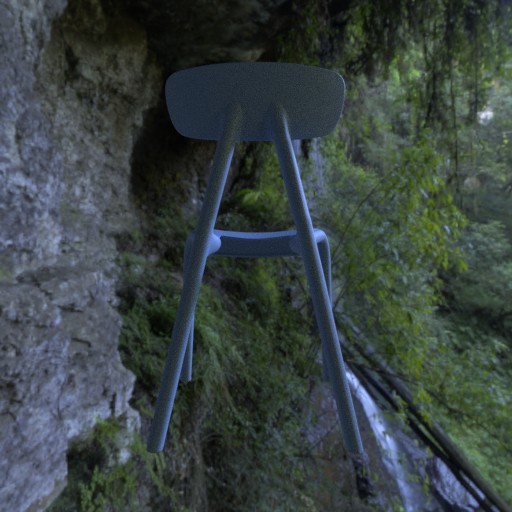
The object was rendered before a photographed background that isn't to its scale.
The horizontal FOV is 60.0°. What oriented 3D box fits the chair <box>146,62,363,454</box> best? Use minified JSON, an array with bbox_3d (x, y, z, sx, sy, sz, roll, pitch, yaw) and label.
[{"bbox_3d":[0.000,0.000,0.843,0.356,0.580,0.401,0,0,1],"label":"chair"}]
